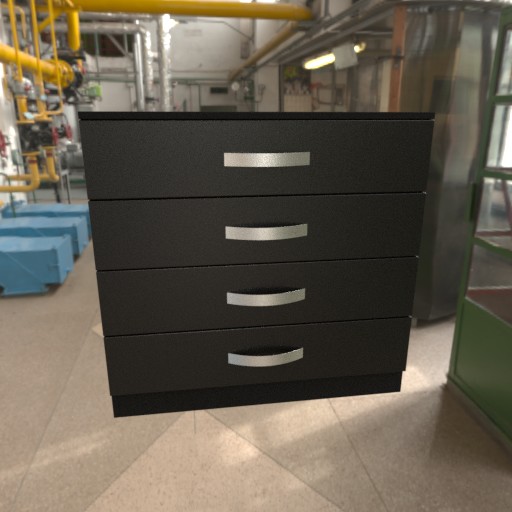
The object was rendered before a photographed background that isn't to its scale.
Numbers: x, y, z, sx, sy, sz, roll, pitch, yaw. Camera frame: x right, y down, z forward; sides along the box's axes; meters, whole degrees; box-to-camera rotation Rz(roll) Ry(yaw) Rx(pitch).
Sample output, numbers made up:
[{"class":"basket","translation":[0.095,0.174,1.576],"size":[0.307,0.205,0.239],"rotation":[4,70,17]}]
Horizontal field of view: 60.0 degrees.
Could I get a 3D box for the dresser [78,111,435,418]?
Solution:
[{"class":"dresser","translation":[0.000,0.000,1.169],"size":[0.750,0.720,0.360],"rotation":[-3,18,-8]}]
